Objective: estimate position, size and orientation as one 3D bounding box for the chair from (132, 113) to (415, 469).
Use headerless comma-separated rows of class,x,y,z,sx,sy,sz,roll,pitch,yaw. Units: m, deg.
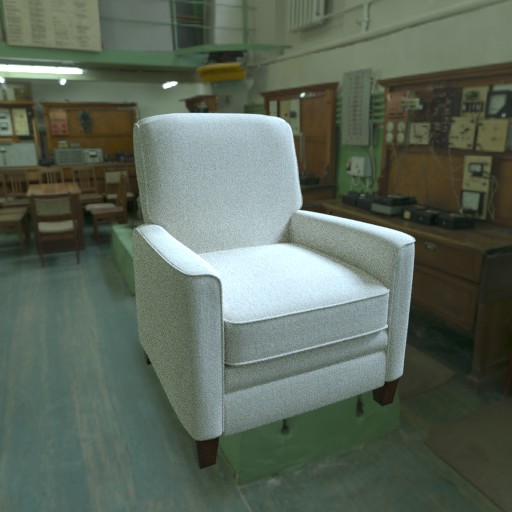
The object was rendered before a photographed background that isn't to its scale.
chair,0.000,0.000,1.652,0.841,1.028,0.858,-8,18,-25
